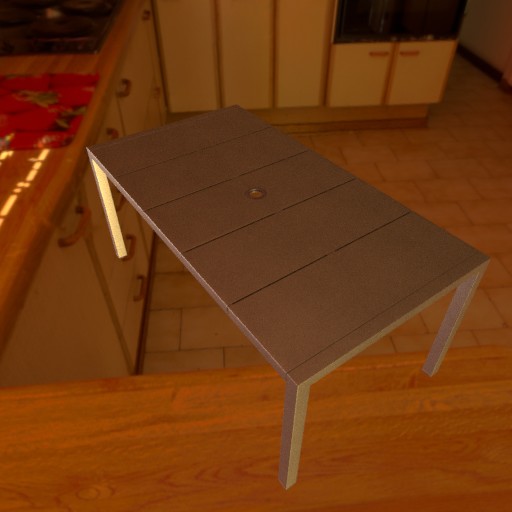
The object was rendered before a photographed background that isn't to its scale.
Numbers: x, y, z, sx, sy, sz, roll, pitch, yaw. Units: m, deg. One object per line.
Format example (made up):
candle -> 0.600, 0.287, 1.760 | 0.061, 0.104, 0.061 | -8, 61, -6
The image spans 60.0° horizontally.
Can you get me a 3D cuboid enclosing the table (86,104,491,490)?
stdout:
table -> 0.000, 0.000, 2.171 | 0.914, 0.735, 1.680 | -25, 48, -26
